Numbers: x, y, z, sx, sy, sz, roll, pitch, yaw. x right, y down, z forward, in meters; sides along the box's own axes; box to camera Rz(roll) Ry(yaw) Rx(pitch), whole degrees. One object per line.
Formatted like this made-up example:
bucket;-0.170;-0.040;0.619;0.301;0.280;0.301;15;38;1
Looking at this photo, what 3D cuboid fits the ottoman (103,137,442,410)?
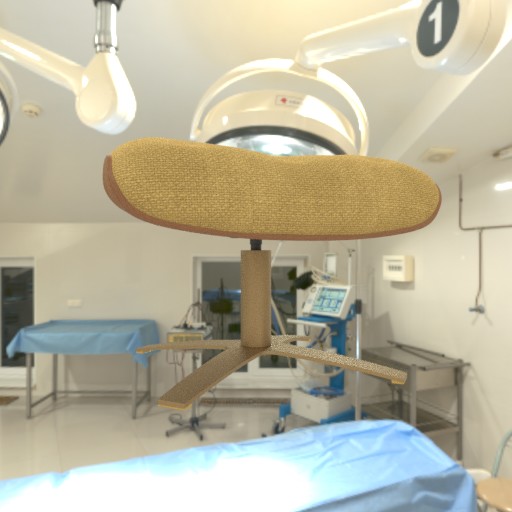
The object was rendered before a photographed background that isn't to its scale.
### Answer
ottoman;0.000;0.000;0.802;0.520;0.391;0.394;0;0;-20
